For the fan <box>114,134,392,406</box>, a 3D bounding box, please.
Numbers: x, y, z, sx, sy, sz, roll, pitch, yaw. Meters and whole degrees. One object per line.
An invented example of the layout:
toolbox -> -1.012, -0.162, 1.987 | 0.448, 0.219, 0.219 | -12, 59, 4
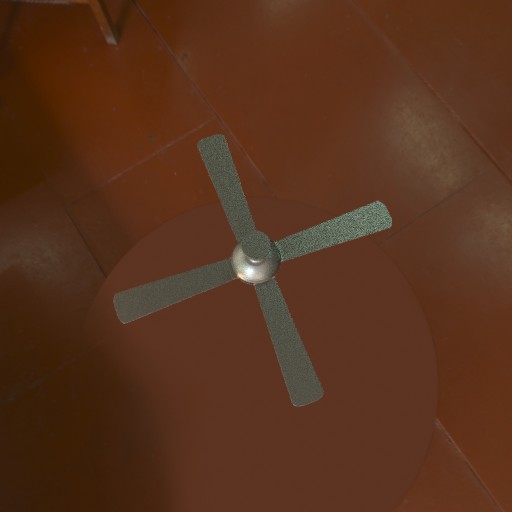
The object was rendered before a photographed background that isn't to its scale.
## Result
fan -> 0.000, 0.000, 2.036 | 1.321, 0.381, 1.321 | 0, 76, 0
